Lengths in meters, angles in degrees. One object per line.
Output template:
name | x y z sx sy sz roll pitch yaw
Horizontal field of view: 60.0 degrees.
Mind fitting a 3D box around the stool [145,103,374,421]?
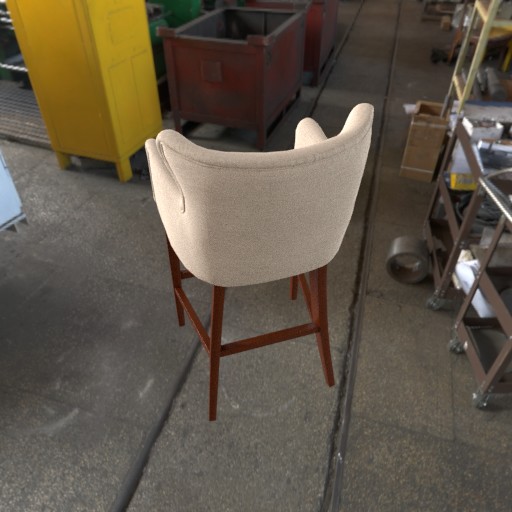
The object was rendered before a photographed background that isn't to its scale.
stool | 0.000 0.000 1.442 0.556 1.034 0.563 -12 41 -13
